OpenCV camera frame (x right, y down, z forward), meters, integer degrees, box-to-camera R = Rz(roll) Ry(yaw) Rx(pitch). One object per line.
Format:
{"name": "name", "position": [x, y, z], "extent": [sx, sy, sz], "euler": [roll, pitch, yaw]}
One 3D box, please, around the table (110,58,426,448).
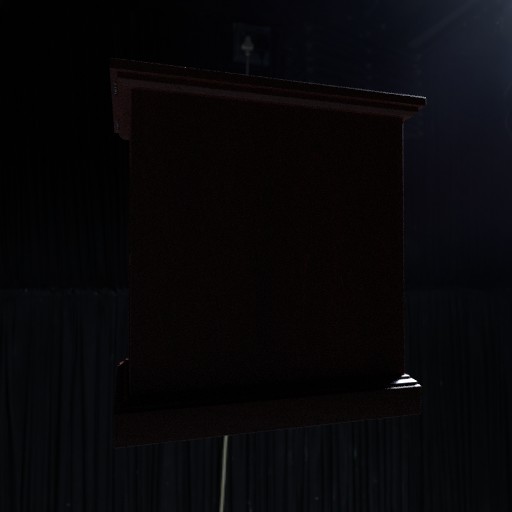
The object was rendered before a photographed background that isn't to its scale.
{"name": "table", "position": [0.000, 0.000, 0.942], "extent": [0.584, 0.612, 0.356], "euler": [0, -1, -17]}
